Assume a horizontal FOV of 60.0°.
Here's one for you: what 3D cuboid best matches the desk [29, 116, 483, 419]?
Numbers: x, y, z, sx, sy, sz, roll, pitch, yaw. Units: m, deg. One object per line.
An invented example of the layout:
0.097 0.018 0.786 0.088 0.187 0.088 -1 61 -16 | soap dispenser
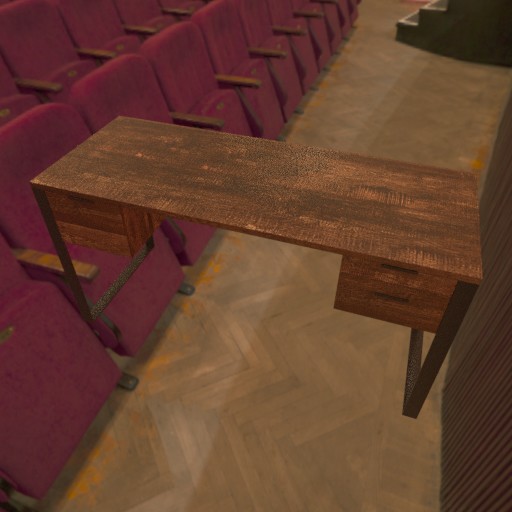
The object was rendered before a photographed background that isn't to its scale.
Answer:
0.000 0.000 1.868 1.524 0.762 0.599 13 43 14 | desk
